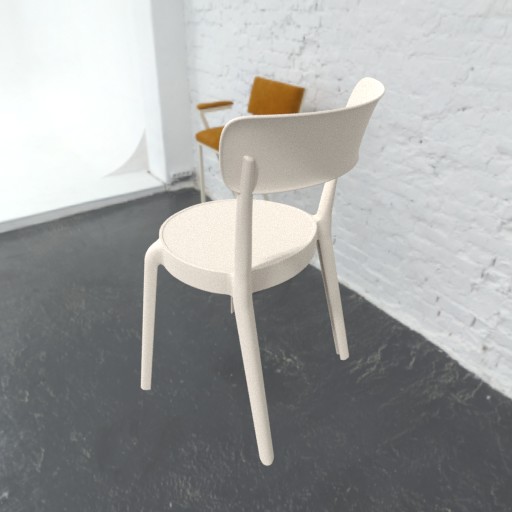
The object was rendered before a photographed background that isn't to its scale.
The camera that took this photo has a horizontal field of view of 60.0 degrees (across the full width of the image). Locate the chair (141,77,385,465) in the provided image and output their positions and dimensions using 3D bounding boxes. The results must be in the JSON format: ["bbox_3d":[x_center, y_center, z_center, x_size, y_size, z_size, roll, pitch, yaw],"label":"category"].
[{"bbox_3d":[0.000,0.000,1.087,0.491,0.790,0.506,19,35,29],"label":"chair"}]
